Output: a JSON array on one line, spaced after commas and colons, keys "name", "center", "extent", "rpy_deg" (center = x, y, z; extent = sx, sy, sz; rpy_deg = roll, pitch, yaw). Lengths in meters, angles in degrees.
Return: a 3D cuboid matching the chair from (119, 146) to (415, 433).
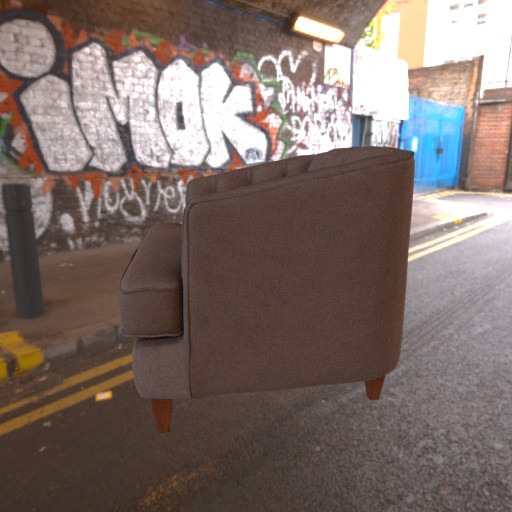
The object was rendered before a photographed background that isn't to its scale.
[{"name": "chair", "center": [0.000, 0.000, 1.775], "extent": [0.941, 0.852, 1.104], "rpy_deg": [-2, 13, -8]}]
